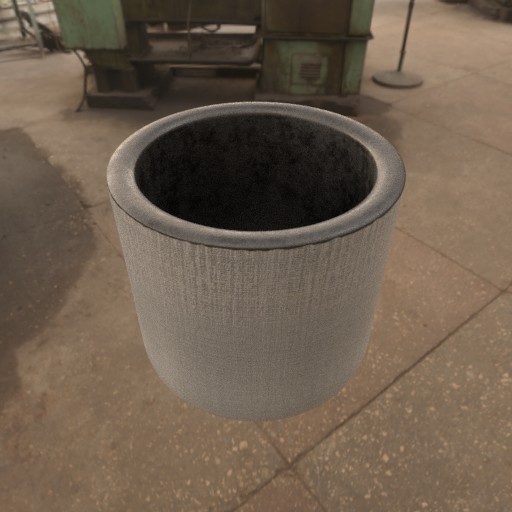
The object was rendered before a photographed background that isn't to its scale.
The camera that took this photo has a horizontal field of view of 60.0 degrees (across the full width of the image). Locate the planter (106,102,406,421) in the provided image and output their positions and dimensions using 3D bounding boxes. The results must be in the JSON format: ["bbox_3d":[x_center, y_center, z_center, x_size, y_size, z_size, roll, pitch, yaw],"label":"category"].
[{"bbox_3d":[0.000,0.000,0.223,0.125,0.112,0.125,0,40,0],"label":"planter"}]
